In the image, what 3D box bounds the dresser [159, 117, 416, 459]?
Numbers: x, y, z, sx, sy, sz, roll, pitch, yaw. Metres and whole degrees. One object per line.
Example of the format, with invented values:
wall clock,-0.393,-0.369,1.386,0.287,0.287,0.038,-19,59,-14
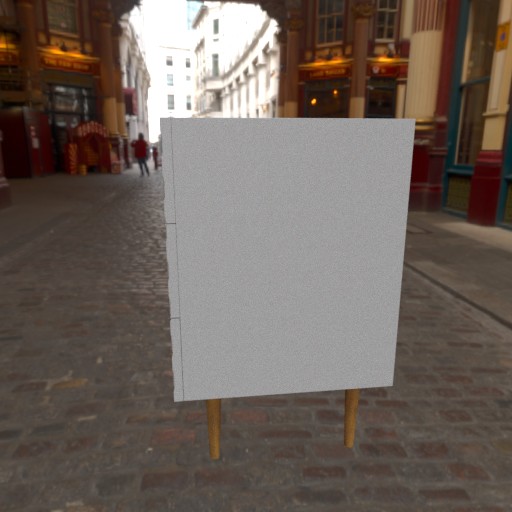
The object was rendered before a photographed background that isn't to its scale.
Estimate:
dresser,0.000,0.000,1.286,0.457,0.721,0.905,-2,15,-7
